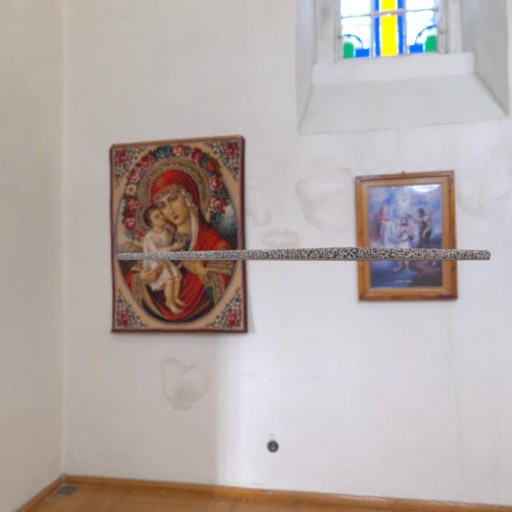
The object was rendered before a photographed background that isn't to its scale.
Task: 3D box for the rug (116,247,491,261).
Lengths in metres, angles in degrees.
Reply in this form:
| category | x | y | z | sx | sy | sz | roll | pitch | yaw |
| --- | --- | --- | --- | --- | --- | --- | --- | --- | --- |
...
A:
| category | x | y | z | sx | sy | sz | roll | pitch | yaw |
| --- | --- | --- | --- | --- | --- | --- | --- | --- | --- |
| rug | 0.000 | 0.000 | 1.735 | 0.609 | 0.030 | 1.524 | 0 | 0 | -36 |
